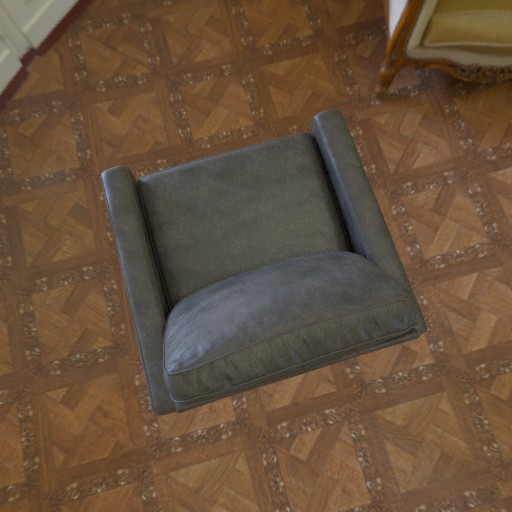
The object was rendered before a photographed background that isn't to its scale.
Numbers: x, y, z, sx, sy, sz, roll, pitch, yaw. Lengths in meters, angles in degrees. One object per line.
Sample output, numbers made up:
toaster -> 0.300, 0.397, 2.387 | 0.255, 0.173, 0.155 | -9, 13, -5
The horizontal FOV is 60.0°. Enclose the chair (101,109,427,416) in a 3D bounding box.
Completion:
chair -> 0.000, 0.000, 1.729 | 1.006, 0.916, 0.939 | -16, 75, -4
